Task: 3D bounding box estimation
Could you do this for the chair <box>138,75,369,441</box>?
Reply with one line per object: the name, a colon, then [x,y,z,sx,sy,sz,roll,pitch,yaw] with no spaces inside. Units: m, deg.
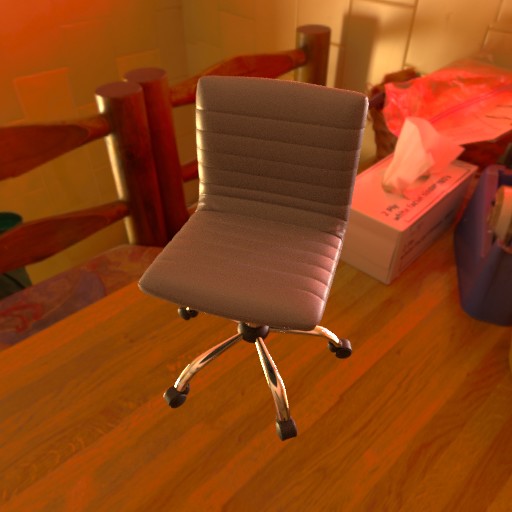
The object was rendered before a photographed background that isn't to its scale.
chair: [0.000,0.000,1.119,0.569,0.750,0.542,12,42,13]
